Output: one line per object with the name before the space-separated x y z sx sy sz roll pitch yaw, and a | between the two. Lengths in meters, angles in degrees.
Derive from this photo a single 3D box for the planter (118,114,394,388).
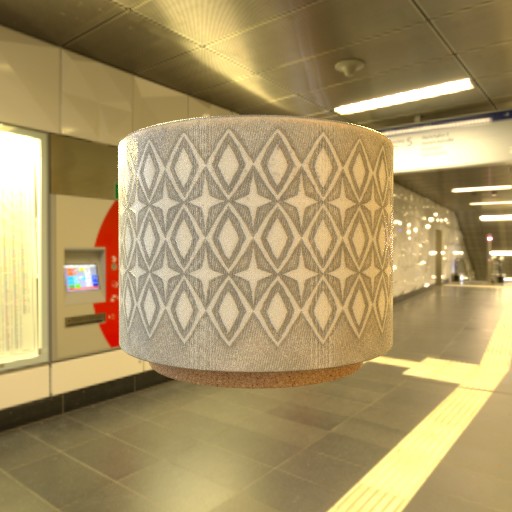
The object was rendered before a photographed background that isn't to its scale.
planter | 0.000 0.000 0.315 0.186 0.144 0.186 0 1 0
